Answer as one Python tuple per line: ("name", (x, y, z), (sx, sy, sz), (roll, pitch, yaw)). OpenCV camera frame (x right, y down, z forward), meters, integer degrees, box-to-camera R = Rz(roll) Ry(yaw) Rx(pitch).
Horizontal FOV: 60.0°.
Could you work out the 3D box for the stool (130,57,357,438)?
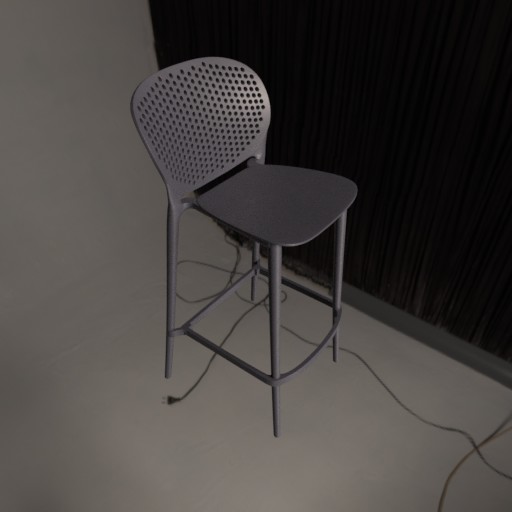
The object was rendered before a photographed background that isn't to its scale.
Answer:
("stool", (0.000, 0.000, 1.373), (0.535, 1.045, 0.536), (26, 46, 29))
